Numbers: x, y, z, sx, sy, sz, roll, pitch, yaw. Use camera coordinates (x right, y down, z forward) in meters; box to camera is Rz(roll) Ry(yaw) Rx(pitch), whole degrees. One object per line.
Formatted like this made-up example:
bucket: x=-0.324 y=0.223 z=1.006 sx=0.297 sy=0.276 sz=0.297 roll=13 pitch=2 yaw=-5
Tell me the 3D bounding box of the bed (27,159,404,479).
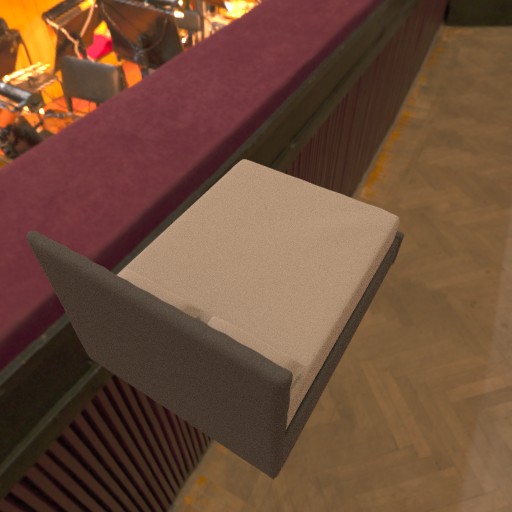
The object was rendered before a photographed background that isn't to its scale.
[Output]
bed: x=0.000 y=0.000 z=3.316 sx=1.698 sy=1.427 sz=2.231 roll=25 pitch=52 yaw=21
